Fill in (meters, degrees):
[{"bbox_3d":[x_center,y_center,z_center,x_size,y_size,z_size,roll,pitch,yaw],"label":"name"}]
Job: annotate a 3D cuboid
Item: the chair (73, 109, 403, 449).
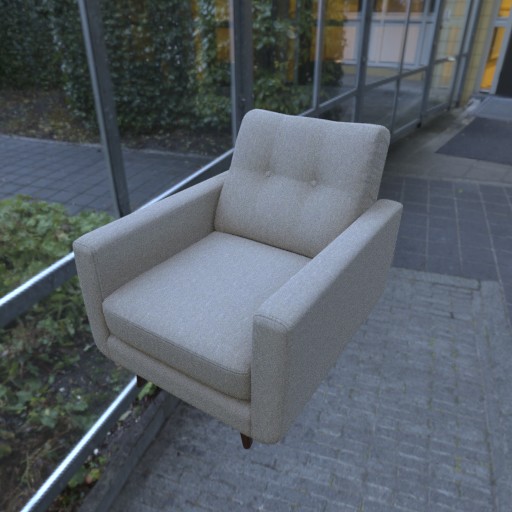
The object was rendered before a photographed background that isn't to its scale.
[{"bbox_3d":[0.000,0.000,1.827,0.897,0.965,1.128,18,34,28],"label":"chair"}]
